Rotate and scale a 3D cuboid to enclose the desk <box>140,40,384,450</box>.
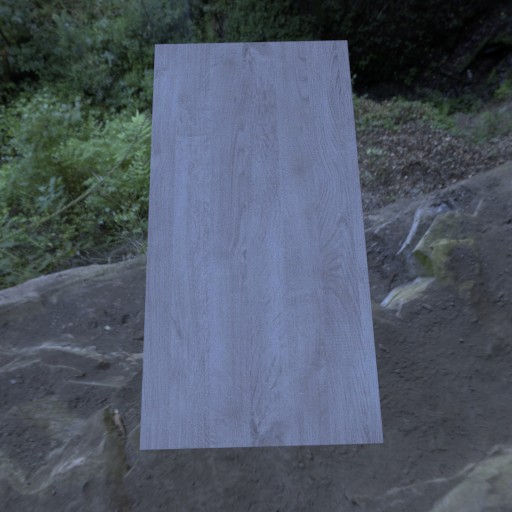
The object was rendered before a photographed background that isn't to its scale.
[{"bbox_3d":[0.000,0.000,1.510,0.560,0.735,1.097,-1,75,0],"label":"desk"}]
